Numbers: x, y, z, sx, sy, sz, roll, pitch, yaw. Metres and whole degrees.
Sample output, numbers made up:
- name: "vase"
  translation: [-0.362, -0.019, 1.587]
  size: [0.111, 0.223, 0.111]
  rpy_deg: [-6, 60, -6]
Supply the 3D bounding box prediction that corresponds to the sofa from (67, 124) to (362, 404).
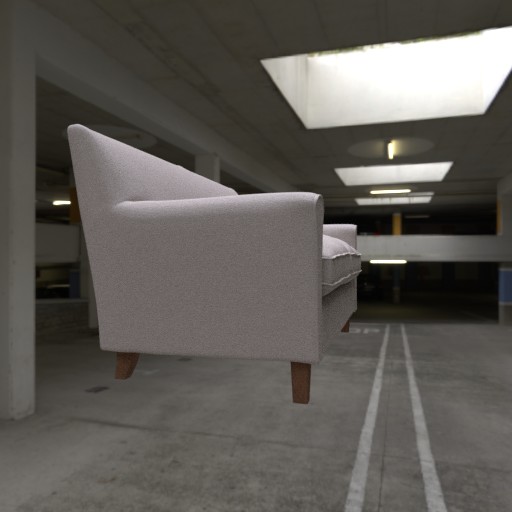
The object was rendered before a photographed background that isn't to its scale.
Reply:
- name: "sofa"
  translation: [0.000, 0.000, 2.065]
  size: [0.888, 0.890, 1.482]
  rpy_deg: [0, 0, 17]
